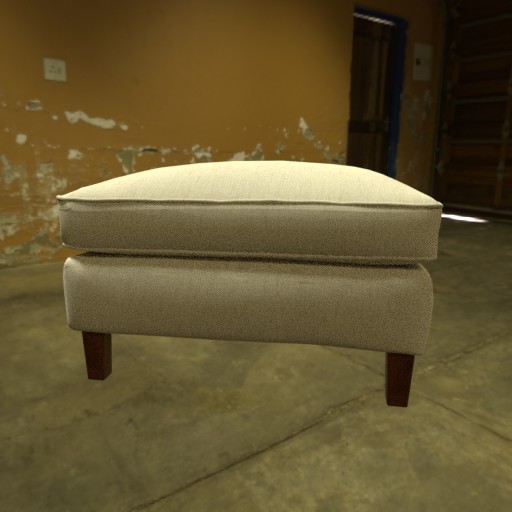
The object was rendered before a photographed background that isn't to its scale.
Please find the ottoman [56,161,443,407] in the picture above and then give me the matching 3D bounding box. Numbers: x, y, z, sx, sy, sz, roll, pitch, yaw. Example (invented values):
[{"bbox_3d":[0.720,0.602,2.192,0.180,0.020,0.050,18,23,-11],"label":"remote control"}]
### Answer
[{"bbox_3d":[0.000,0.000,0.966,0.665,0.406,0.501,2,13,9],"label":"ottoman"}]
